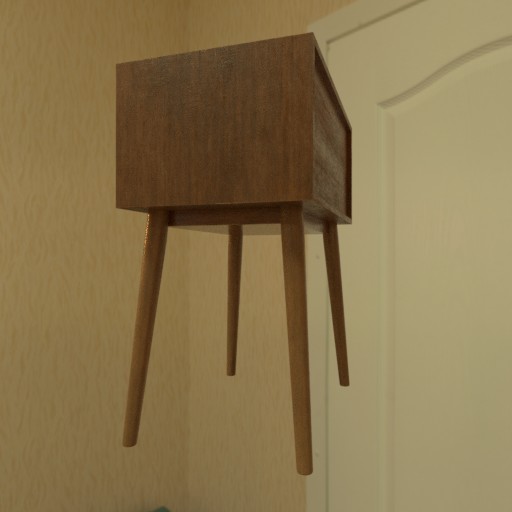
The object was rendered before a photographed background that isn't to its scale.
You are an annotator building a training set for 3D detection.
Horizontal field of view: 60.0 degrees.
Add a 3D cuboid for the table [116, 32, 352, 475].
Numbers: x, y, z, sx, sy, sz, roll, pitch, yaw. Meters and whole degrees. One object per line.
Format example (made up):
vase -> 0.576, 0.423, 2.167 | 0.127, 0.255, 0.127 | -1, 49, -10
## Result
table -> 0.000, 0.000, 0.838 | 0.307, 0.580, 0.454 | 0, 0, 18
